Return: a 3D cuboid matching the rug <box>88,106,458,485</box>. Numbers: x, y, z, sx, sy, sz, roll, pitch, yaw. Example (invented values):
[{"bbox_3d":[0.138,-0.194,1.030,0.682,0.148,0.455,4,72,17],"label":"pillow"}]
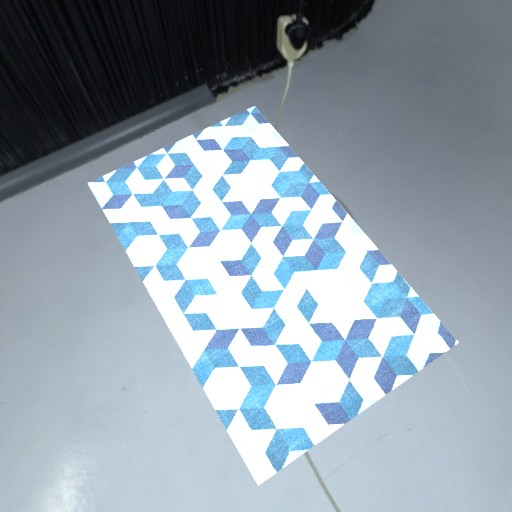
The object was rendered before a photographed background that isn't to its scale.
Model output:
[{"bbox_3d":[0.000,0.000,3.116,1.518,0.015,2.438,-29,66,-14],"label":"rug"}]
